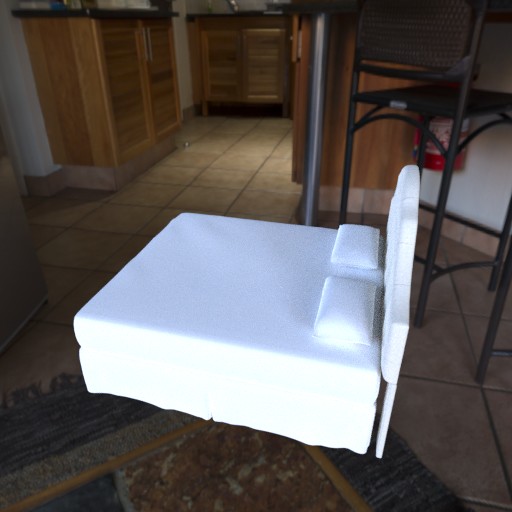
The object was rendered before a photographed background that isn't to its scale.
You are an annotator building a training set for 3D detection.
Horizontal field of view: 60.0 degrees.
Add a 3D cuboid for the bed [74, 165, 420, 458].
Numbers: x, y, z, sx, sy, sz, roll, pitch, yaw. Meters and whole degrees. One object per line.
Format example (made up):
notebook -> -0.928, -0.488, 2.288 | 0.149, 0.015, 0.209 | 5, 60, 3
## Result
bed -> 0.000, 0.000, 3.541 | 2.214, 1.615, 2.008 | 8, 30, 13
